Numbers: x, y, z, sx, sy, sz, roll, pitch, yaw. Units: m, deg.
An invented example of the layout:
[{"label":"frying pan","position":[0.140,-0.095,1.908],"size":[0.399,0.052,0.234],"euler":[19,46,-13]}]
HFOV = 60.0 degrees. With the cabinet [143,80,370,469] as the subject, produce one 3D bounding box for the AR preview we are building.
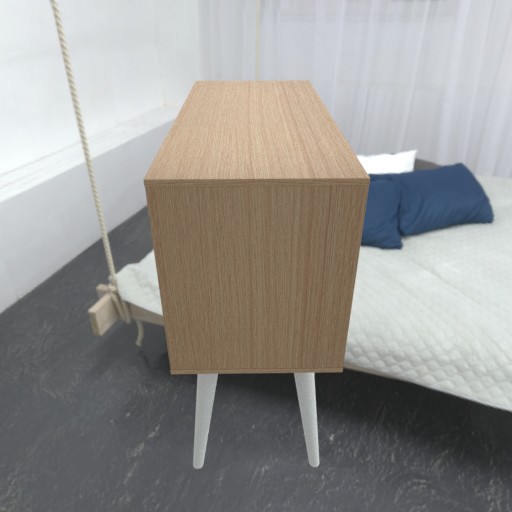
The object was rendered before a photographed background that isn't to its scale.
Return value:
[{"label":"cabinet","position":[0.000,0.000,1.610],"size":[0.470,1.016,1.057],"euler":[0,32,-1]}]
